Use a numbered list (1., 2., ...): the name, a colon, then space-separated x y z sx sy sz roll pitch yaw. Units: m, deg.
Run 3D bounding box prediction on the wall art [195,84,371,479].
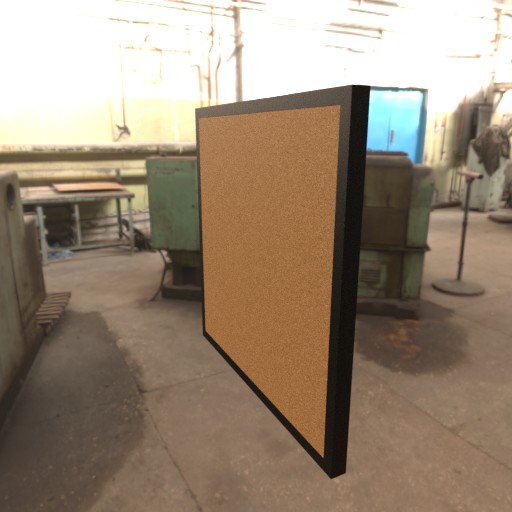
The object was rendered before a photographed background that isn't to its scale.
1. wall art: 0.000 0.000 1.147 0.038 0.762 0.762 -8 17 -26
